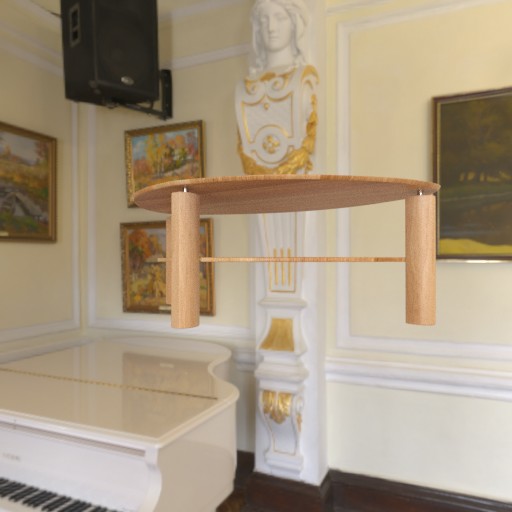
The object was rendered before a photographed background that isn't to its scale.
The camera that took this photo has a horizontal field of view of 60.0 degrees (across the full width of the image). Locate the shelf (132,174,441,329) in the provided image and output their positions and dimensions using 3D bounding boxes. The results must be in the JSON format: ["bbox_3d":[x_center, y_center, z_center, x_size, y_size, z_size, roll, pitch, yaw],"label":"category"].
[{"bbox_3d":[0.000,0.000,1.653,1.246,0.440,0.845,0,-1,36],"label":"shelf"}]
